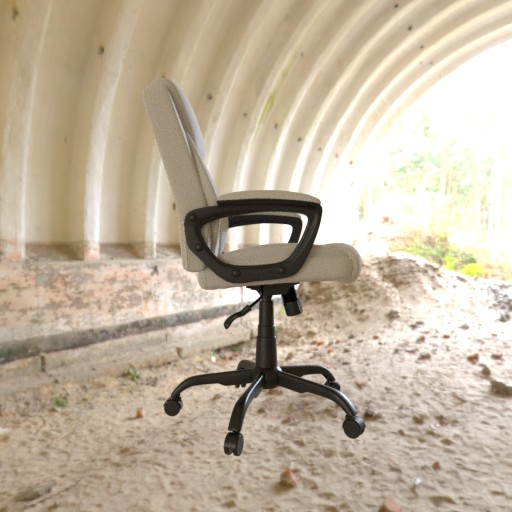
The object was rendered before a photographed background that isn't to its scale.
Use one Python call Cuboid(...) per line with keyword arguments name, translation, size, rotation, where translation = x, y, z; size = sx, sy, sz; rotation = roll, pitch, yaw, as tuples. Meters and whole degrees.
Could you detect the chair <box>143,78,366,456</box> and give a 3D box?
Cuboid(name="chair", translation=(0.000, 0.000, 1.487), size=(0.669, 1.065, 0.663), rotation=(0, 0, 0))
